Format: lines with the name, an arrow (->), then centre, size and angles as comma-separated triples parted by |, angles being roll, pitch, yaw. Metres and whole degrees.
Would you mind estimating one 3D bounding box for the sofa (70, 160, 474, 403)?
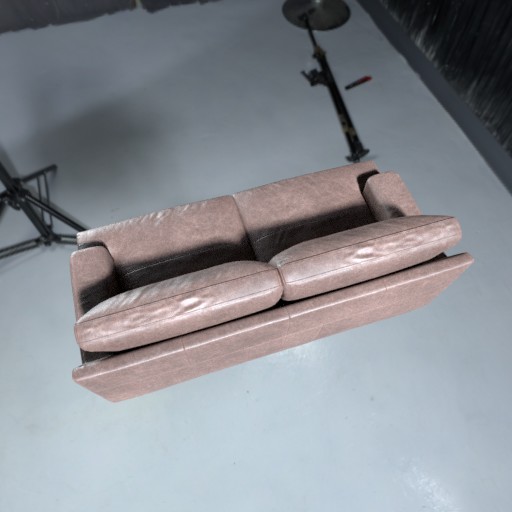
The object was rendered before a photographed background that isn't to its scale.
sofa -> 0.000, 0.000, 2.786 | 2.261, 0.941, 1.143 | -15, 60, -9
